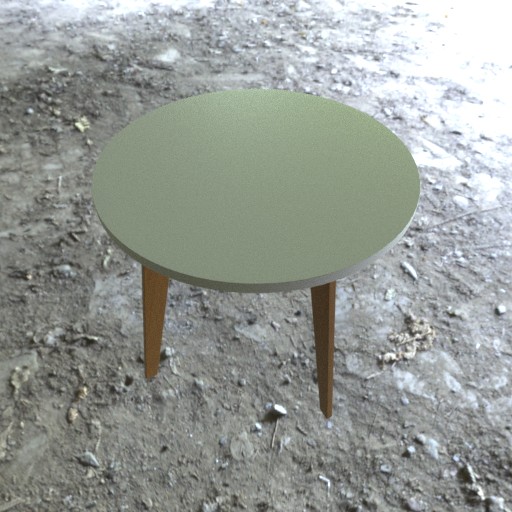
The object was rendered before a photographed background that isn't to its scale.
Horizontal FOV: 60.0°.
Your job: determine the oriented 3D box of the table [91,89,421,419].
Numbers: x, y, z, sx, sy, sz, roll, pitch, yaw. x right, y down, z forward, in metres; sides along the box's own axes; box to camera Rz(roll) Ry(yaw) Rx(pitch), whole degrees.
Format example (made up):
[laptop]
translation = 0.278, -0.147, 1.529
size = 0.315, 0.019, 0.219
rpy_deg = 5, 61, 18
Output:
[table]
translation = 0.000, 0.000, 1.518
size = 0.896, 0.762, 0.896
rpy_deg = 0, 46, 0
